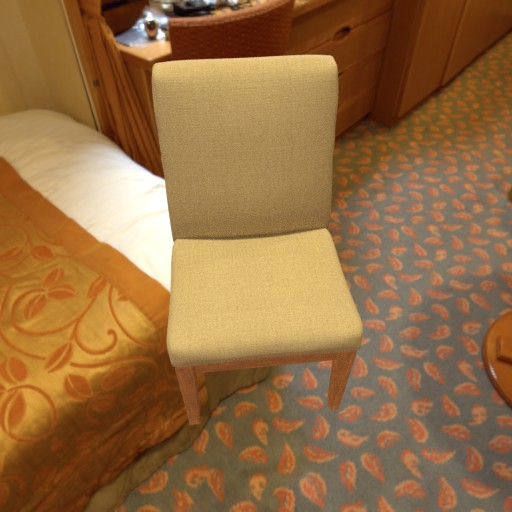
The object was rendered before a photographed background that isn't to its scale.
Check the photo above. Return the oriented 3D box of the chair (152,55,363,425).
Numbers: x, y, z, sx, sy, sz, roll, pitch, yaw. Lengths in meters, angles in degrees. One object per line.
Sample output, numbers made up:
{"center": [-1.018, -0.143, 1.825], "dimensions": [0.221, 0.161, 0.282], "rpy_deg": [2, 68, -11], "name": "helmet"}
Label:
{"center": [0.000, 0.000, 1.275], "dimensions": [0.507, 0.911, 0.586], "rpy_deg": [-4, 46, -4], "name": "chair"}
